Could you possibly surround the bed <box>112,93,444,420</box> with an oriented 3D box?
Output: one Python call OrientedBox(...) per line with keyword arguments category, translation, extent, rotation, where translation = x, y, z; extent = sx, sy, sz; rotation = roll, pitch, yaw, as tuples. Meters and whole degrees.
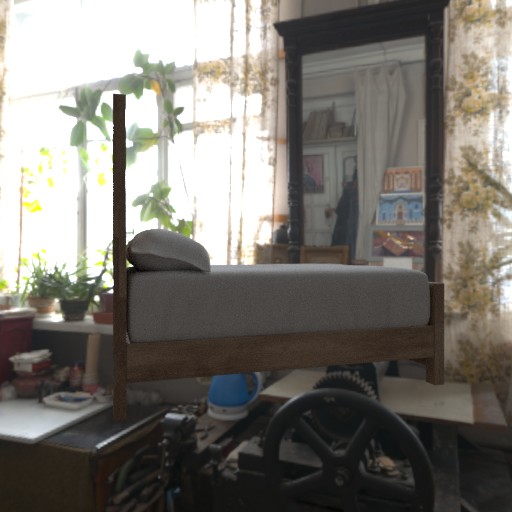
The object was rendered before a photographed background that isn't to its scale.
OrientedBox(category="bed", translation=(0.000, 0.000, 3.279), extent=(2.017, 1.631, 1.615), rotation=(0, 0, -18))
